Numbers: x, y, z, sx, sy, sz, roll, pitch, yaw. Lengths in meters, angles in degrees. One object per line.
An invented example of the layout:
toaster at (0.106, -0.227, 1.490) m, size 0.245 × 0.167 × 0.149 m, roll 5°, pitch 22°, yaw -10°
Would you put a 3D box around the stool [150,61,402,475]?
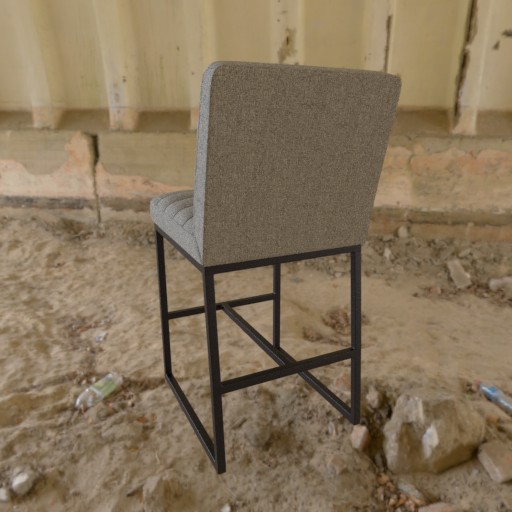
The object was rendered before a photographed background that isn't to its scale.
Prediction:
stool at (0.000, 0.000, 1.245) m, size 0.460 × 0.940 × 0.560 m, roll -8°, pitch 18°, yaw -25°
